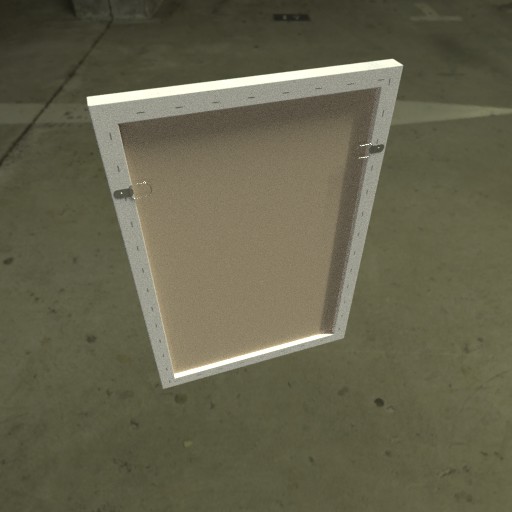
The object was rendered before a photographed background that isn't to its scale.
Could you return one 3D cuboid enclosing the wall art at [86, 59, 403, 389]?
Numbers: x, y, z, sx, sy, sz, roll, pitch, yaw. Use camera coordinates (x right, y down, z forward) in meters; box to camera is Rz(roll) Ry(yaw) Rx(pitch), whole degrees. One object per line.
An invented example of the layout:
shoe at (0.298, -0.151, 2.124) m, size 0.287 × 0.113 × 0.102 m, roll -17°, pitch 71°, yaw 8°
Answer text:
wall art at (0.000, 0.000, 1.158) m, size 0.624 × 0.914 × 0.043 m, roll -13°, pitch 44°, yaw -13°
